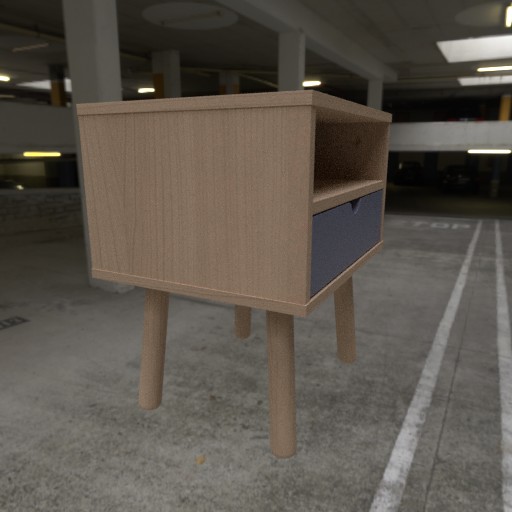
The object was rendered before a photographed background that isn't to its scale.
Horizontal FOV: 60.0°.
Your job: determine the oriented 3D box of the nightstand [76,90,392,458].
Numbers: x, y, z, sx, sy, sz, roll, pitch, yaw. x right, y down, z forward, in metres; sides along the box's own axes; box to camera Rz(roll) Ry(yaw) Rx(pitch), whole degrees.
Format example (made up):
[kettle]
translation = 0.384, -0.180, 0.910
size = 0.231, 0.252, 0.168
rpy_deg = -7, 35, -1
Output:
[nightstand]
translation = 0.000, 0.000, 0.844
size = 0.380, 0.530, 0.450
rpy_deg = 7, 16, 27
